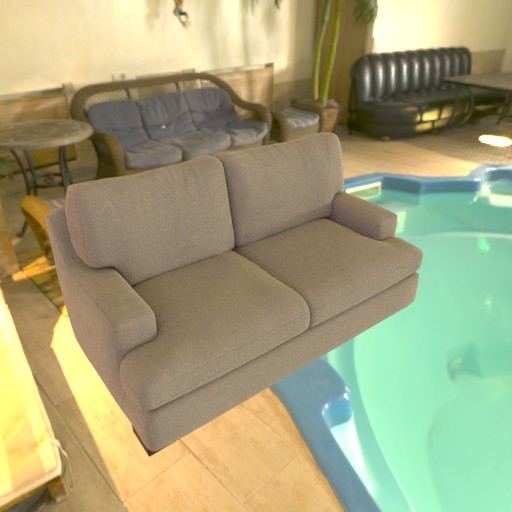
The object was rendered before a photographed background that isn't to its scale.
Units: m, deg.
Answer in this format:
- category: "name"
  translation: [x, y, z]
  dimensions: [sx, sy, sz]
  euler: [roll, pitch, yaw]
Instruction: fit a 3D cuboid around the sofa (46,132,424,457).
- category: "sofa"
  translation: [0.000, 0.000, 2.410]
  dimensions: [1.855, 0.980, 0.962]
  euler: [-21, 35, -32]
